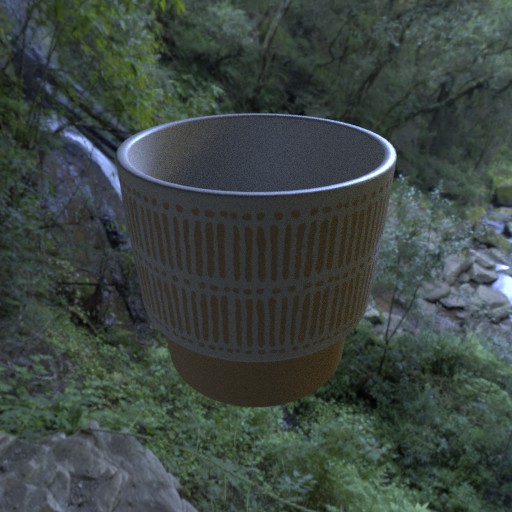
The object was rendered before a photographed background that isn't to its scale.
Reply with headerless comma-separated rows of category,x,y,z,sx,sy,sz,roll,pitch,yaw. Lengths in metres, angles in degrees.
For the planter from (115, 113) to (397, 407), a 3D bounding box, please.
planter,0.000,0.000,0.591,0.317,0.303,0.317,0,30,0
